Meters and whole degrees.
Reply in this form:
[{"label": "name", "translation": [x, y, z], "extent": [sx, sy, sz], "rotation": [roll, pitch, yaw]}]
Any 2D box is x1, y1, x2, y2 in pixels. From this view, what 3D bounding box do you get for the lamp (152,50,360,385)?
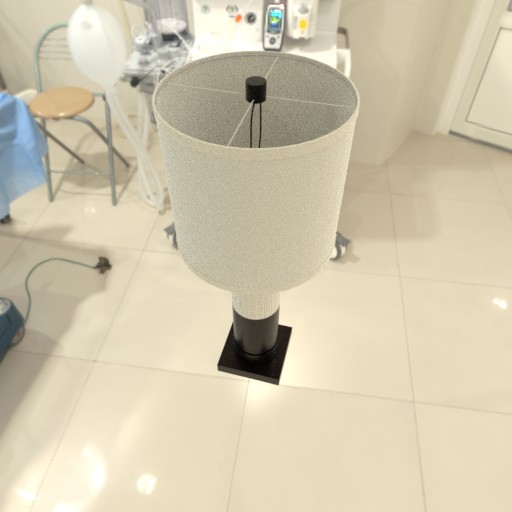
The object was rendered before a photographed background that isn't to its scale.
[{"label": "lamp", "translation": [0.000, 0.000, 0.628], "extent": [0.211, 0.509, 0.211], "rotation": [11, 48, 10]}]
